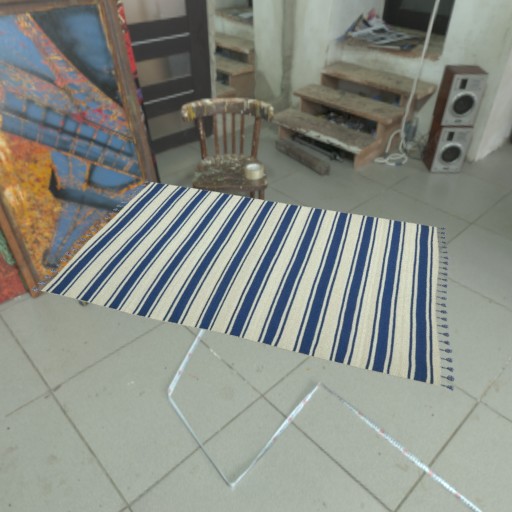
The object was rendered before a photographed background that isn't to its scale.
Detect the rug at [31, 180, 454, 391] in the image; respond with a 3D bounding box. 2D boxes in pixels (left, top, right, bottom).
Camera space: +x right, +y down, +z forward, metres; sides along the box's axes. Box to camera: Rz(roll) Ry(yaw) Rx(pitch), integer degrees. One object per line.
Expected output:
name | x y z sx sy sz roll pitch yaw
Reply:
rug | 0.000 0.000 2.533 2.108 0.009 1.248 11 39 14
